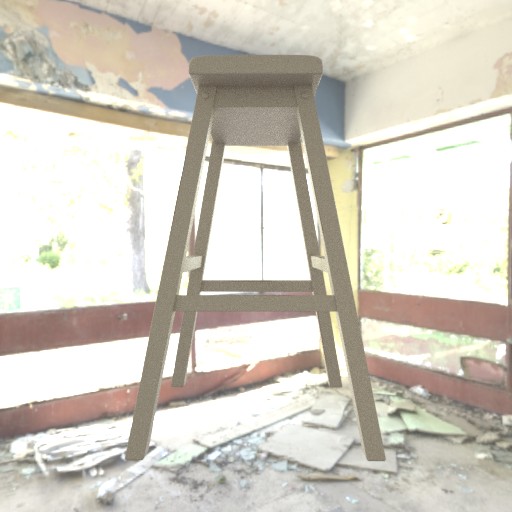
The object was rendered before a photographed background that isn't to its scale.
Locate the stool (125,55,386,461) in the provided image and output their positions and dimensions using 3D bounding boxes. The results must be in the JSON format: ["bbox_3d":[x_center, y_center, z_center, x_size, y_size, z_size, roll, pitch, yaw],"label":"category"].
[{"bbox_3d":[0.000,0.000,1.028,0.476,0.737,0.457,0,1,0],"label":"stool"}]
